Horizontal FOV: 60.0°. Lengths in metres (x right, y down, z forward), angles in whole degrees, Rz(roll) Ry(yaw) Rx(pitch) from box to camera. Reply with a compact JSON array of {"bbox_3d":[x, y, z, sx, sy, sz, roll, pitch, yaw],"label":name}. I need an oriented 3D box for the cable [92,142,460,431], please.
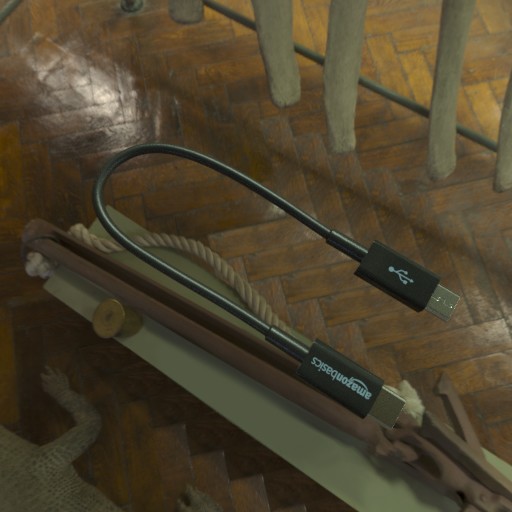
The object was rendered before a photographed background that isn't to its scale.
[{"bbox_3d":[0.000,0.000,0.115,0.098,0.006,0.040,32,77,8],"label":"cable"}]
